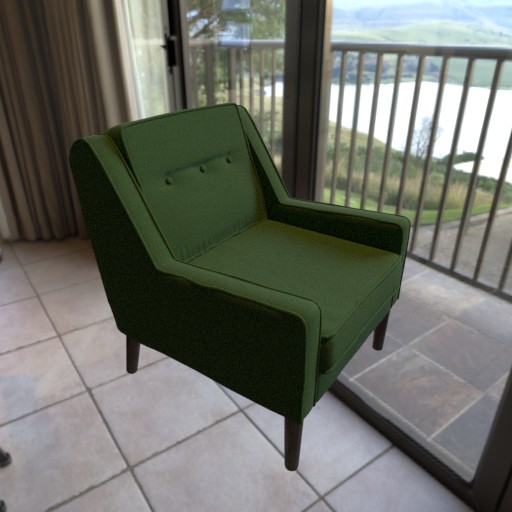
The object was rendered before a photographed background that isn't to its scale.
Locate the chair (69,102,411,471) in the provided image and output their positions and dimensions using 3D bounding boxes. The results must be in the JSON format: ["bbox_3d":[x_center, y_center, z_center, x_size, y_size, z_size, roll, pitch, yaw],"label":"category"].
[{"bbox_3d":[0.000,0.000,1.325,0.743,0.792,0.663,18,32,31],"label":"chair"}]
